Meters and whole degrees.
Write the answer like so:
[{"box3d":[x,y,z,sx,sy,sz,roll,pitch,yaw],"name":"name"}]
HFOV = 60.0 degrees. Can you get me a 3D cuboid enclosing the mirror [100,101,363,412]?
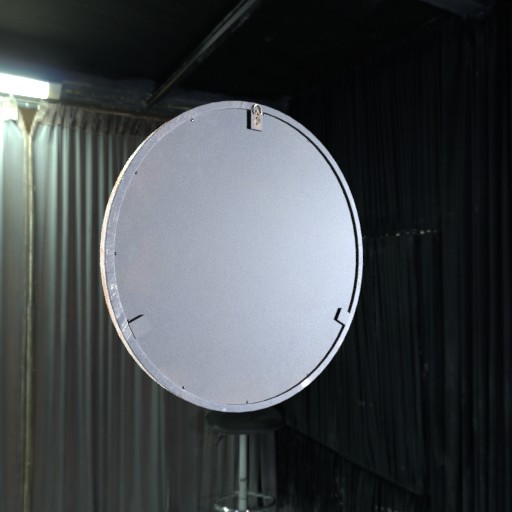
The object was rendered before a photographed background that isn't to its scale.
[{"box3d":[0.000,0.000,1.044,0.710,0.710,0.038,1,-1,-35],"name":"mirror"}]
